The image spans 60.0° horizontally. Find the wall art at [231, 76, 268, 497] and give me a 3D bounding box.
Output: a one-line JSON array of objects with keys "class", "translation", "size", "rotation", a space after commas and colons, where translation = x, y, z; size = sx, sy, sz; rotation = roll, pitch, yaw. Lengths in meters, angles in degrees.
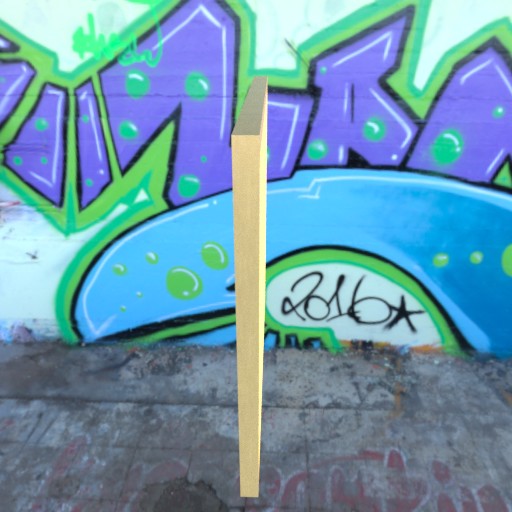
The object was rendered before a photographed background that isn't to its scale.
[{"class": "wall art", "translation": [0.000, 0.000, 2.811], "size": [0.097, 1.936, 1.935], "rotation": [1, 28, 2]}]
